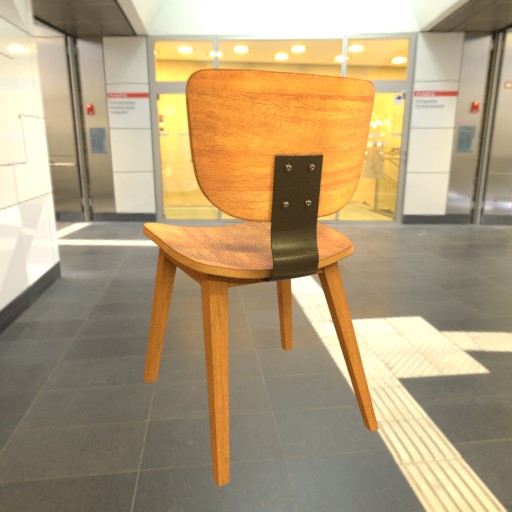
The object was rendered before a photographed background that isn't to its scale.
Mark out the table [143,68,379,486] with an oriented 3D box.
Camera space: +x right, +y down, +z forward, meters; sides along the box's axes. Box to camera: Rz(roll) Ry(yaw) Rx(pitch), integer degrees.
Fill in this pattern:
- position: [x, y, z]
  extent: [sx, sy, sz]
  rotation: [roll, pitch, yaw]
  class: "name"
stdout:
- position: [0.000, 0.000, 1.109]
  extent: [0.499, 0.805, 0.500]
  rotation: [-7, 16, -26]
  class: "table"
